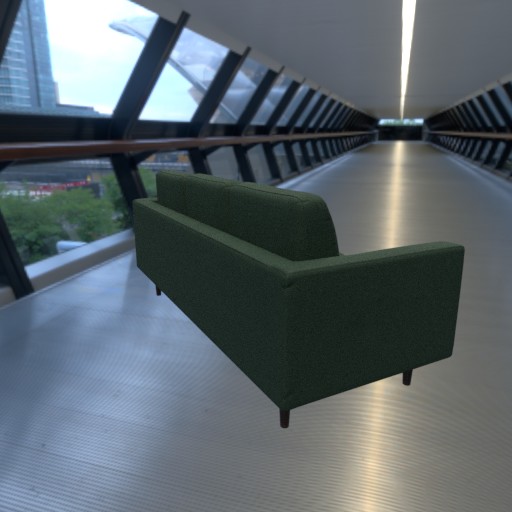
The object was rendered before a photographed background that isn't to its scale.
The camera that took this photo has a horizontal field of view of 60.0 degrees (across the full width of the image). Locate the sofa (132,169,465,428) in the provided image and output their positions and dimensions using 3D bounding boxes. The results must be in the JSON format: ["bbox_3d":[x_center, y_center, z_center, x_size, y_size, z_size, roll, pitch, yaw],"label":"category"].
[{"bbox_3d":[0.000,0.000,2.482,0.879,0.899,2.029,-8,16,-27],"label":"sofa"}]
